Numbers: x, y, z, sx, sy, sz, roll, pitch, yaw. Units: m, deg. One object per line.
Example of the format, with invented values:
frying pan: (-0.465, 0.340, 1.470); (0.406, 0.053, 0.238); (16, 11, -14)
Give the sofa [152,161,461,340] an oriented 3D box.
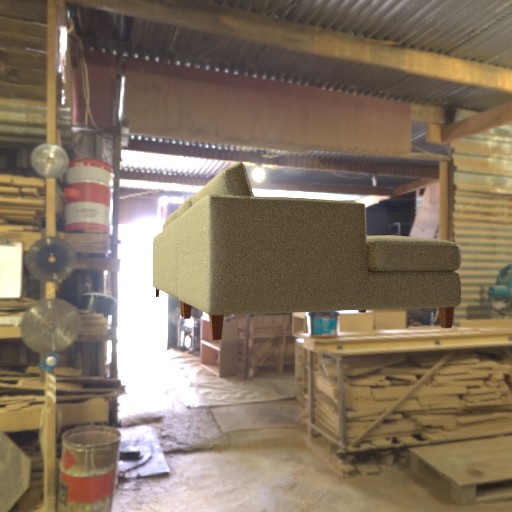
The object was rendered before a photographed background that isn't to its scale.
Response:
sofa: (0.000, 0.000, 3.771); (1.502, 0.876, 3.201); (0, -2, -18)
